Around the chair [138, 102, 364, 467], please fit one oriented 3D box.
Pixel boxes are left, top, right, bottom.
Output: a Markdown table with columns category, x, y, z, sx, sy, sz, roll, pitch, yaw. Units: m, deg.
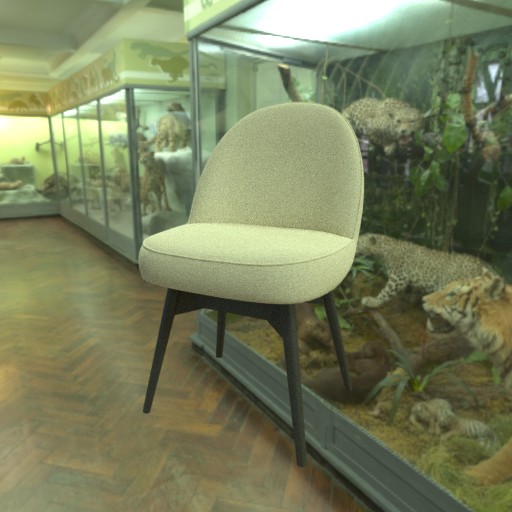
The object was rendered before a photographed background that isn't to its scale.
| category | x | y | z | sx | sy | sz | roll | pitch | yaw |
| --- | --- | --- | --- | --- | --- | --- | --- | --- | --- |
| chair | 0.000 | 0.000 | 1.203 | 0.532 | 0.838 | 0.540 | 7 | 15 | 27 |
